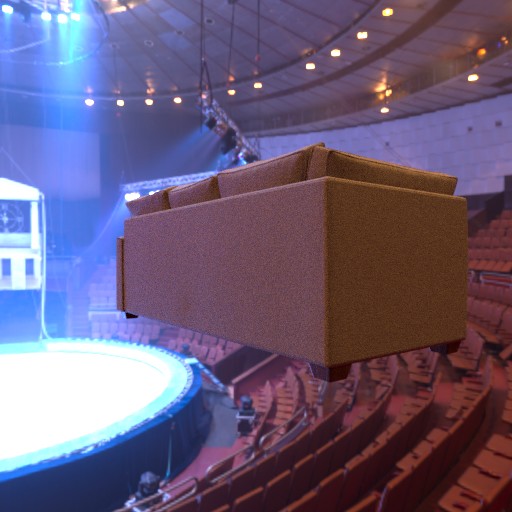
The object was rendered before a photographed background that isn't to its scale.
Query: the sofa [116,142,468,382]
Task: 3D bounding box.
[{"bbox_3d":[0.000,0.000,2.852,1.061,0.962,2.317,0,0,-36],"label":"sofa"}]
